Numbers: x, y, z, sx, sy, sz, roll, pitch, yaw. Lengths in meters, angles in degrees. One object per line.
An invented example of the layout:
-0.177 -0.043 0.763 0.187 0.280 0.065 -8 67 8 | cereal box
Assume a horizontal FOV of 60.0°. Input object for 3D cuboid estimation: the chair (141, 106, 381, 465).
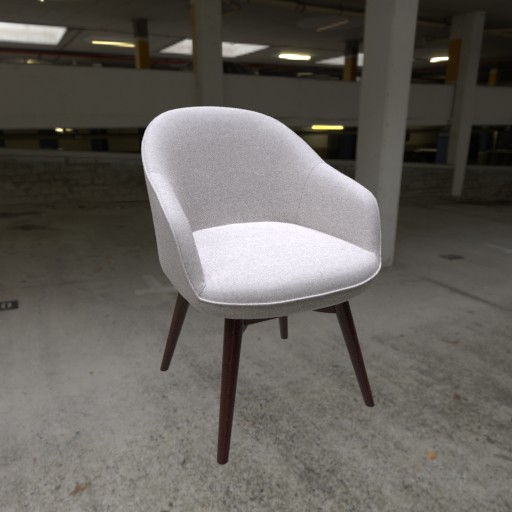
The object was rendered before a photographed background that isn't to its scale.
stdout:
0.000 0.000 1.266 0.596 0.823 0.635 -9 19 -27 | chair
